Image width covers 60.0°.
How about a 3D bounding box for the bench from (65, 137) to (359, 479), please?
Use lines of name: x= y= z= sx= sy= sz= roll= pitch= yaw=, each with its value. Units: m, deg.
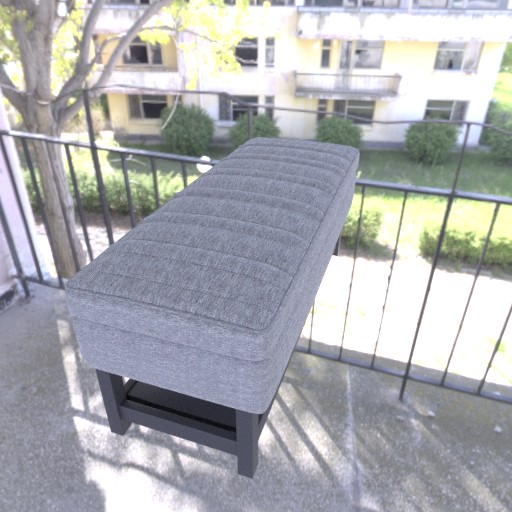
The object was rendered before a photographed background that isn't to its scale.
bench: x=0.000 y=0.000 z=1.313 sx=0.429 sy=0.470 sz=1.100 roll=10 pitch=32 yaw=17
